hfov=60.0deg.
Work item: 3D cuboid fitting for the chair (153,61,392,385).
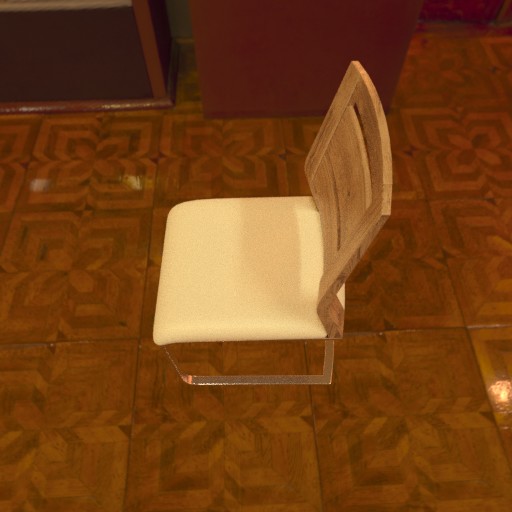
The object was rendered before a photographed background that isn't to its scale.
[{"bbox_3d":[0.000,0.000,1.234,0.561,0.955,0.457,0,58,0],"label":"chair"}]
